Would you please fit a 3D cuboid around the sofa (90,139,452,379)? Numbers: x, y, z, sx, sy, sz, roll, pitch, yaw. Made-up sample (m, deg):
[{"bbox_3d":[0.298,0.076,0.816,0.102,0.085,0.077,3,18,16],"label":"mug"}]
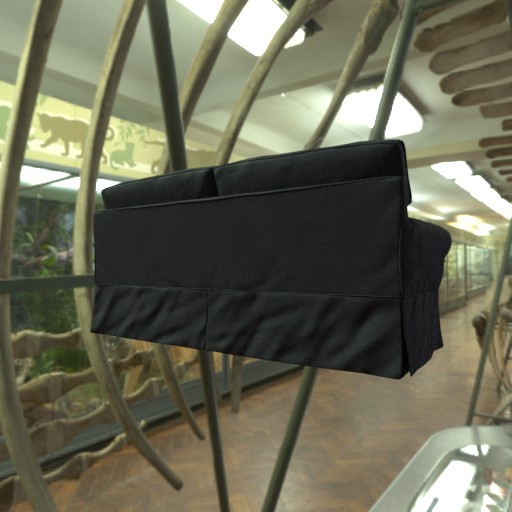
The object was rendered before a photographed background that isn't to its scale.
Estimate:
[{"bbox_3d":[0.000,0.000,2.895,2.256,1.094,0.983,-1,-1,36],"label":"sofa"}]
